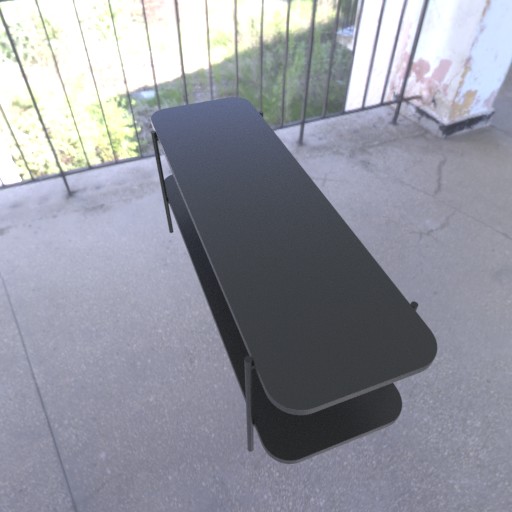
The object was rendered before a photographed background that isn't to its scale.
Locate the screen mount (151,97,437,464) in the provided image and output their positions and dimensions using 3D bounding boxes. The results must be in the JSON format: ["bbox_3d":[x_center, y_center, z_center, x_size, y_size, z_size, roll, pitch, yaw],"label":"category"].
[{"bbox_3d":[0.000,0.000,1.377,0.400,0.447,1.200,-15,47,-14],"label":"screen mount"}]
